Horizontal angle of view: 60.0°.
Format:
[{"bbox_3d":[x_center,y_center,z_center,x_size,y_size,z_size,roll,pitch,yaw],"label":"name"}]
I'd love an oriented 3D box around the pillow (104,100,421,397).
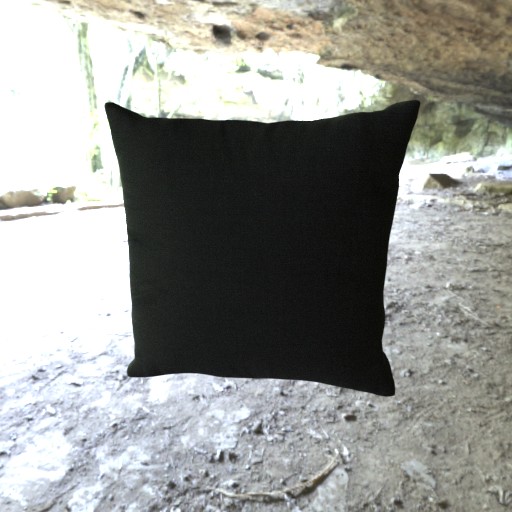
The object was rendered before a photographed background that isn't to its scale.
[{"bbox_3d":[0.000,0.000,0.653,0.432,0.432,0.139,2,16,7],"label":"pillow"}]
